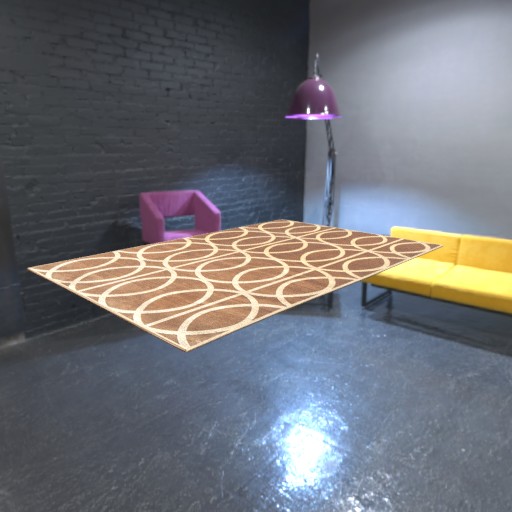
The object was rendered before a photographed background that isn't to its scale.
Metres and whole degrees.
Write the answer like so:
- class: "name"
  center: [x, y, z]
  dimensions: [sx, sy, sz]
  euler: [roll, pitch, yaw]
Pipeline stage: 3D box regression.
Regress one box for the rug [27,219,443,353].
- class: "rug"
  center: [0.000, 0.000, 2.881]
  dimensions: [1.528, 0.014, 2.294]
  euler: [14, 20, 42]
